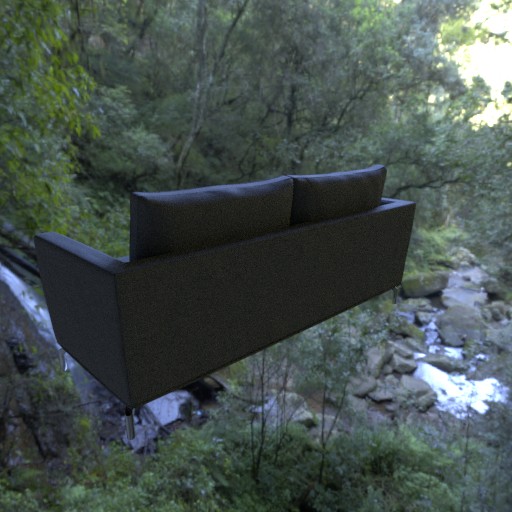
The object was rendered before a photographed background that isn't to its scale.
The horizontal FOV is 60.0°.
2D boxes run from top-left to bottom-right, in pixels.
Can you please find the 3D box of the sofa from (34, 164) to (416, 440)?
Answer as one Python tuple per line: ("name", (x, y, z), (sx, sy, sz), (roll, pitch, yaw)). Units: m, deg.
("sofa", (0.000, 0.000, 2.653), (2.212, 1.002, 0.869), (-15, 22, -41))
